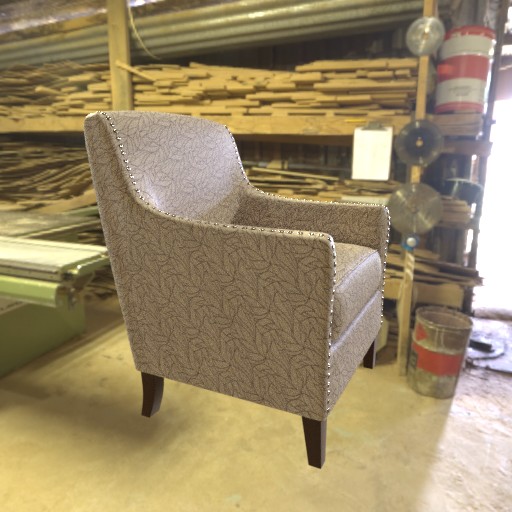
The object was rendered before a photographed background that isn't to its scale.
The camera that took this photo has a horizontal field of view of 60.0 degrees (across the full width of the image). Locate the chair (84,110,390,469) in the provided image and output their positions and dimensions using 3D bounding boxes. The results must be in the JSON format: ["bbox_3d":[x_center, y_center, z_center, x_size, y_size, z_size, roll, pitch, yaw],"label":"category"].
[{"bbox_3d":[0.000,0.000,1.298,0.651,0.816,0.623,7,15,26],"label":"chair"}]
